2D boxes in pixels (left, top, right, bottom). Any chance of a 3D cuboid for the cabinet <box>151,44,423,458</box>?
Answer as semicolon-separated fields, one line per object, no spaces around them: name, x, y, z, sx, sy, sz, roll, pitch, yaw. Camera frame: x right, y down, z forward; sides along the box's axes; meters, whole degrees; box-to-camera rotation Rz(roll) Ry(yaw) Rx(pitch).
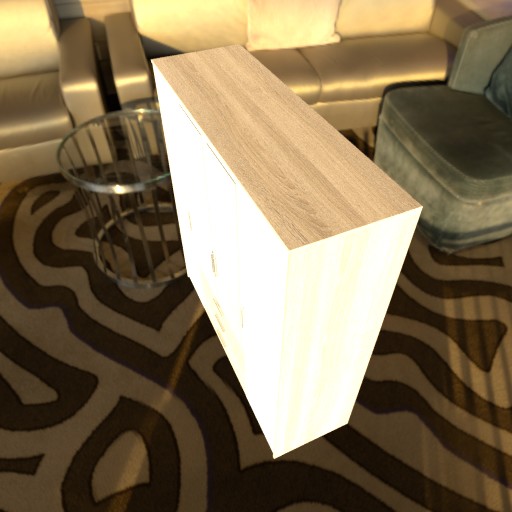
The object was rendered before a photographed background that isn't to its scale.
cabinet;0.000;0.000;3.027;0.620;2.060;1.870;-18;49;-17
